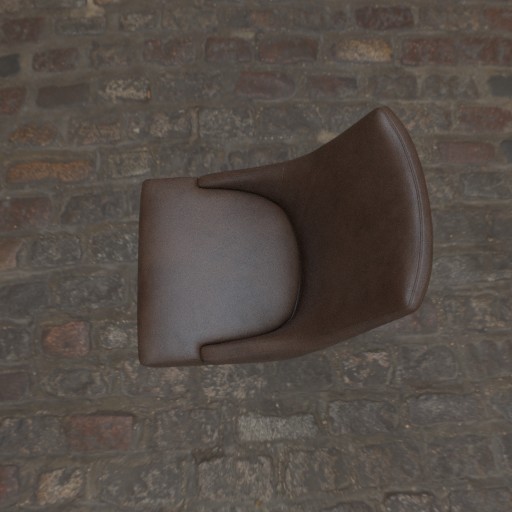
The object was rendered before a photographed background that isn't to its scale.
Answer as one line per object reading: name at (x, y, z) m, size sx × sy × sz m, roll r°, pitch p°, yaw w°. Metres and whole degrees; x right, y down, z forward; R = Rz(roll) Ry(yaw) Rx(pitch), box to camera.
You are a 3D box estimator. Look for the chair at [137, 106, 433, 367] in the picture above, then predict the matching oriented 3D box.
chair at (0.000, 0.000, 1.510) m, size 0.861 × 0.909 × 0.701 m, roll -3°, pitch 75°, yaw -1°
